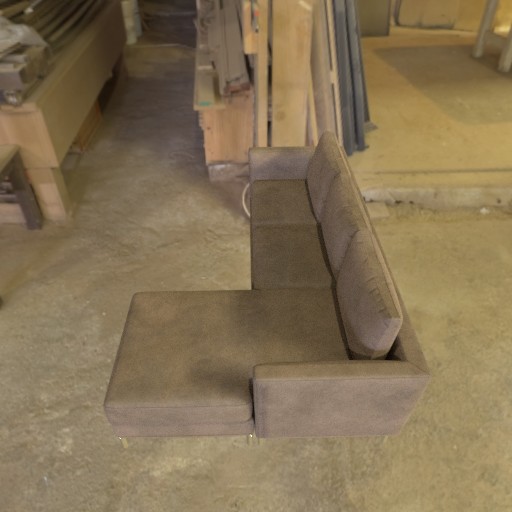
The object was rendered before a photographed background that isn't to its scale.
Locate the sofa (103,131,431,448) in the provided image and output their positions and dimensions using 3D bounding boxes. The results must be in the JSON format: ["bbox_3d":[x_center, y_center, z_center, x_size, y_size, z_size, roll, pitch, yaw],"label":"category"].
[{"bbox_3d":[0.000,0.000,3.169,1.622,0.987,2.438,-1,40,-1],"label":"sofa"}]
